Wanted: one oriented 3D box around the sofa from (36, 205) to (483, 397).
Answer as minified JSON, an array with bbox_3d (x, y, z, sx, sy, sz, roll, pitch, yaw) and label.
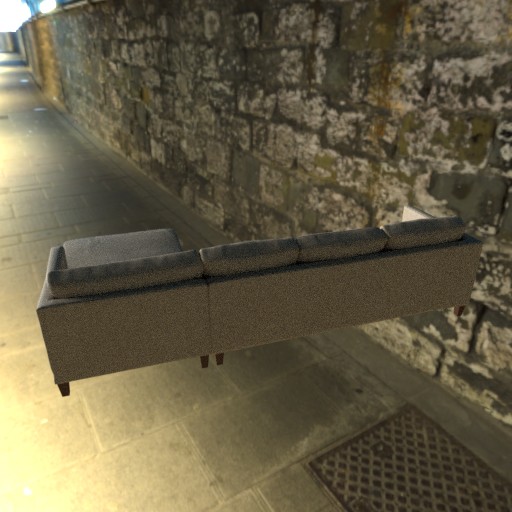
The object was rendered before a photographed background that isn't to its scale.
[{"bbox_3d":[0.000,0.000,3.776,3.186,0.846,1.625,-8,27,-16],"label":"sofa"}]
